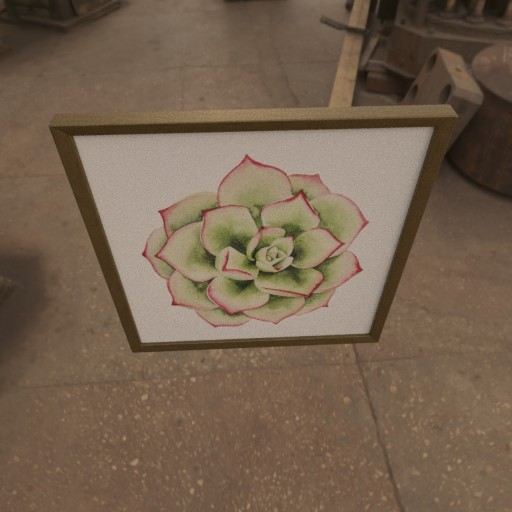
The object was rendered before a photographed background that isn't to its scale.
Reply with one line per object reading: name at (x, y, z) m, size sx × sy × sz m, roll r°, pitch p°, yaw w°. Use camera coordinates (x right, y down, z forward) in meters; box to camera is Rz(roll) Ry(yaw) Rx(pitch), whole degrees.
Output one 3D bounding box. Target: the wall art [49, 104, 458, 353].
wall art at (0.000, 0.000, 0.735) m, size 0.503 × 0.506 × 0.031 m, roll -2°, pitch 46°, yaw -2°
